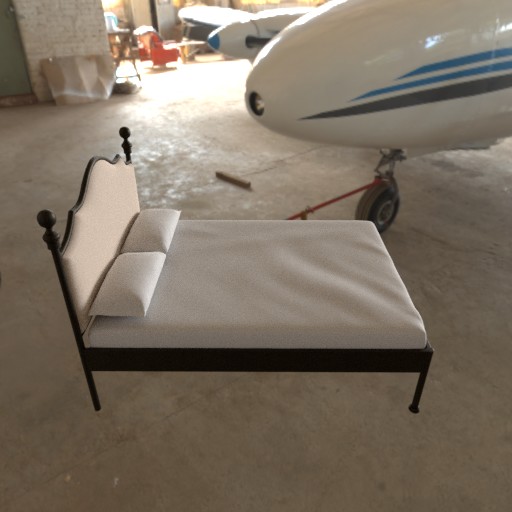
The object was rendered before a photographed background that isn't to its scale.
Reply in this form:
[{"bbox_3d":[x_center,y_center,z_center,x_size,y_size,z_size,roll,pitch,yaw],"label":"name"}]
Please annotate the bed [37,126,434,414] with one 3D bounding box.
[{"bbox_3d":[0.000,0.000,3.284,2.224,1.499,1.642,0,31,0],"label":"bed"}]
